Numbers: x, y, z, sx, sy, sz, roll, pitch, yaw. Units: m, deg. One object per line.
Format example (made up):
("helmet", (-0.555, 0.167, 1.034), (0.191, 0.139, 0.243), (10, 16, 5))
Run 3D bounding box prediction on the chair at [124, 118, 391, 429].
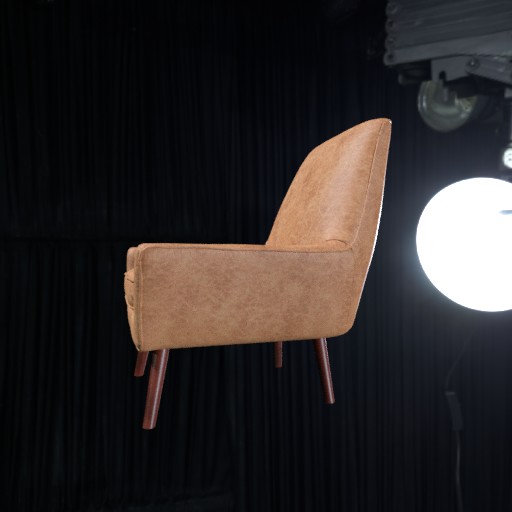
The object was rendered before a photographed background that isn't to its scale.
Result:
("chair", (0.000, 0.000, 1.503), (0.851, 0.883, 0.753), (0, 0, -18))
